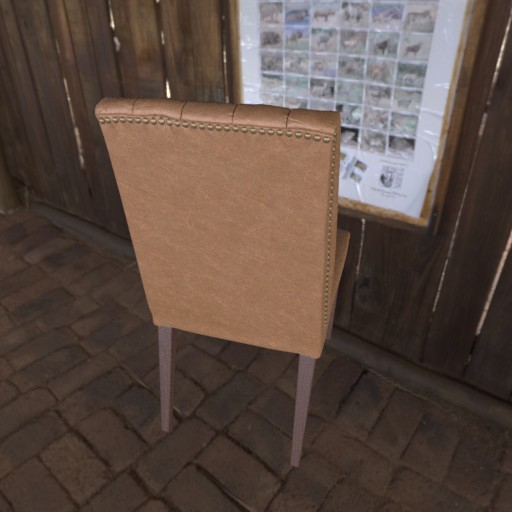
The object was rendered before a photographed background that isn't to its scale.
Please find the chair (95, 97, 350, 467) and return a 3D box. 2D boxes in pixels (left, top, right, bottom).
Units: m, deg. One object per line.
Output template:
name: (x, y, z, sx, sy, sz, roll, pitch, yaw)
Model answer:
chair: (0.000, 0.000, 1.325, 0.511, 1.016, 0.647, 9, 33, 14)
